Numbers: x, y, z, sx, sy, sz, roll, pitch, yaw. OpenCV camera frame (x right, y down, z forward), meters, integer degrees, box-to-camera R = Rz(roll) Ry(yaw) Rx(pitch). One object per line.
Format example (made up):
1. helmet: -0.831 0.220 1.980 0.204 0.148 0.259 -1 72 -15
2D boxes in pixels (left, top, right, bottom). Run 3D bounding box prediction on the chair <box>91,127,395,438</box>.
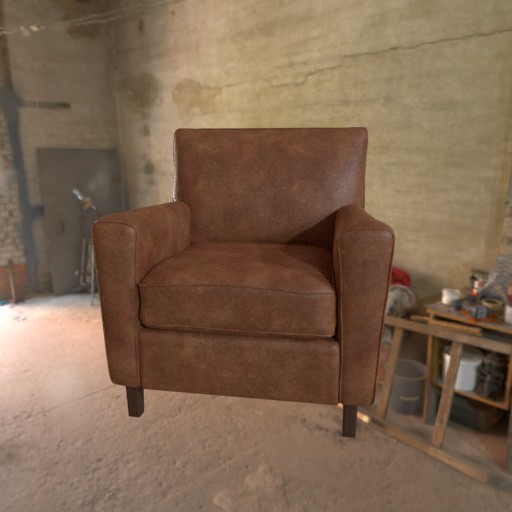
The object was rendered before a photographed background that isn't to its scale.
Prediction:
1. chair: 0.000 0.000 1.628 0.870 0.943 0.823 2 13 9
